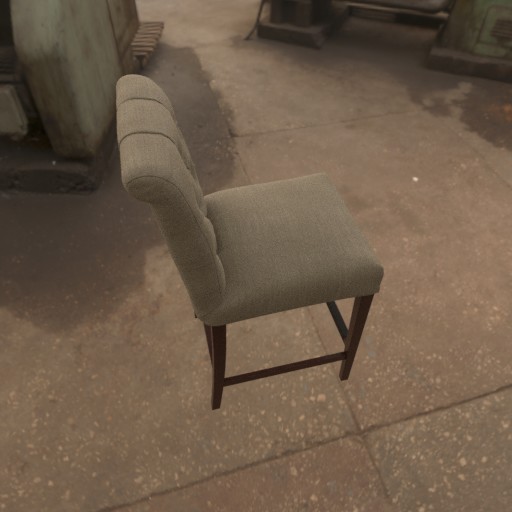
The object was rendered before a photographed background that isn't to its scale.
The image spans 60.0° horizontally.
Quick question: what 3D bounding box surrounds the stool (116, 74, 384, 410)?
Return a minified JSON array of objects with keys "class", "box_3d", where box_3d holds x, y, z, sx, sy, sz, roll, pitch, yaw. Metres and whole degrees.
[{"class":"stool","box_3d":[0.000,0.000,1.441,0.660,1.084,0.486,-10,47,-9]}]
